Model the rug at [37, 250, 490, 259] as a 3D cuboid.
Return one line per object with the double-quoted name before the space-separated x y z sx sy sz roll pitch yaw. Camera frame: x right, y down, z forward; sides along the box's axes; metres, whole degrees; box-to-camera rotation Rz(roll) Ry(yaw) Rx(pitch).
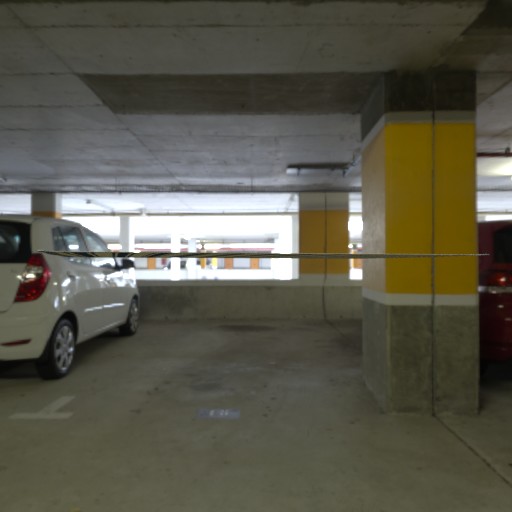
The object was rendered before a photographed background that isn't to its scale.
"rug" 0.000 0.000 2.522 2.108 0.009 1.248 0 -1 -17
